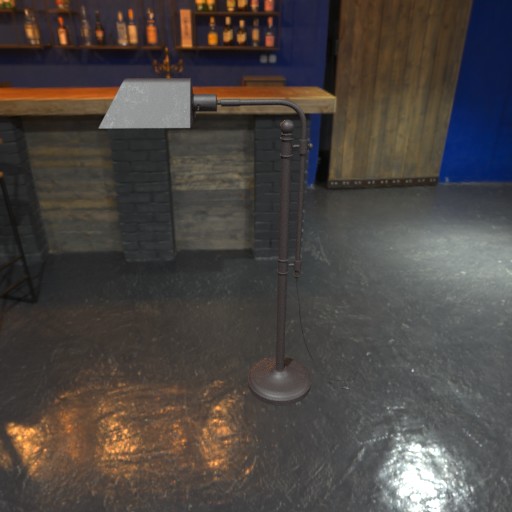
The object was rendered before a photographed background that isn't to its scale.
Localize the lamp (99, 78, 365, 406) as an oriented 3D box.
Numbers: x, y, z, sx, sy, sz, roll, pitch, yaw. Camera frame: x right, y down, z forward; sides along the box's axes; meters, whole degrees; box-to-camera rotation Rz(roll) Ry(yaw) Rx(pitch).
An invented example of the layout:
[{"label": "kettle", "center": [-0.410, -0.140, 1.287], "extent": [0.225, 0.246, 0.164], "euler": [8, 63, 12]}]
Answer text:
[{"label": "lamp", "center": [0.000, 0.000, 0.948], "extent": [0.545, 0.708, 0.159], "euler": [-1, 27, -2]}]
